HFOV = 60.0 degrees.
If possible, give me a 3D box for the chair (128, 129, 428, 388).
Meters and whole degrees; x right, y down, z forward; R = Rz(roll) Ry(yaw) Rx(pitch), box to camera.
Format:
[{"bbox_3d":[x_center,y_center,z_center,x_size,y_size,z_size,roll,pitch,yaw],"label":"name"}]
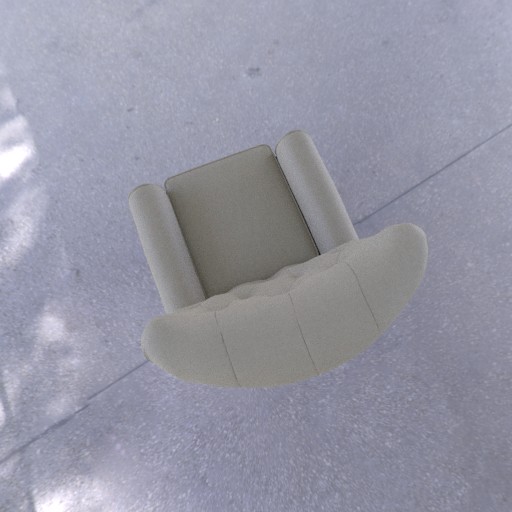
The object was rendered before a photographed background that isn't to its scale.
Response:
[{"bbox_3d":[0.000,0.000,1.897,0.943,1.158,1.059,-21,76,-6],"label":"chair"}]
